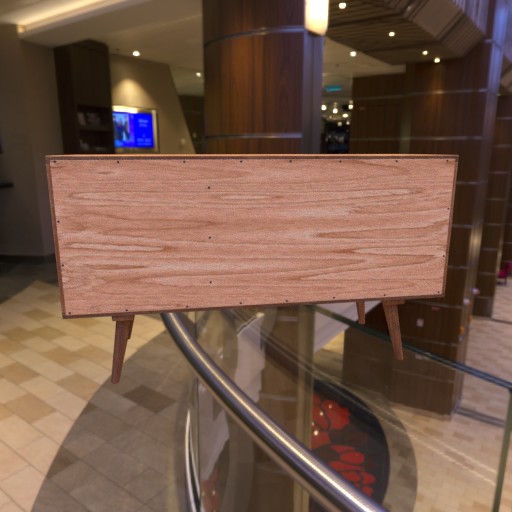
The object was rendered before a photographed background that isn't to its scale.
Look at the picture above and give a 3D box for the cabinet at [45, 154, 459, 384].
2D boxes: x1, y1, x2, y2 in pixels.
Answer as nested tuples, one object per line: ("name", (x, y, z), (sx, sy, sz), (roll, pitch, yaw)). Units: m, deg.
("cabinet", (0.000, 0.000, 1.798), (1.400, 0.800, 0.472), (-2, 14, -9))
